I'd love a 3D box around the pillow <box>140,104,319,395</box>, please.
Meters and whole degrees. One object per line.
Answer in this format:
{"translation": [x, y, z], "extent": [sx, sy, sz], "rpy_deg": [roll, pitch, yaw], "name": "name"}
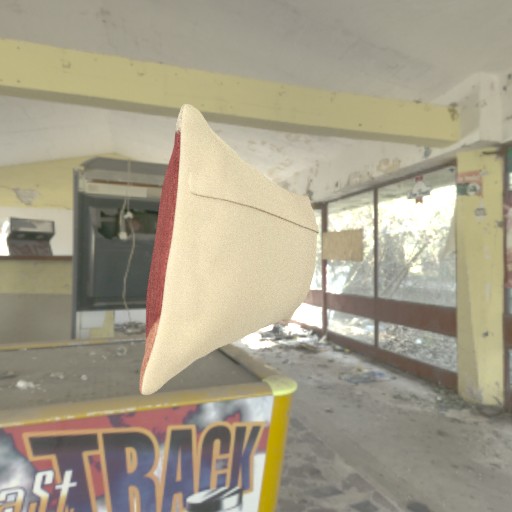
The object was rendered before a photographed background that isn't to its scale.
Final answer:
{"translation": [0.000, 0.000, 0.726], "extent": [0.155, 0.292, 0.609], "rpy_deg": [0, -1, 18], "name": "pillow"}
